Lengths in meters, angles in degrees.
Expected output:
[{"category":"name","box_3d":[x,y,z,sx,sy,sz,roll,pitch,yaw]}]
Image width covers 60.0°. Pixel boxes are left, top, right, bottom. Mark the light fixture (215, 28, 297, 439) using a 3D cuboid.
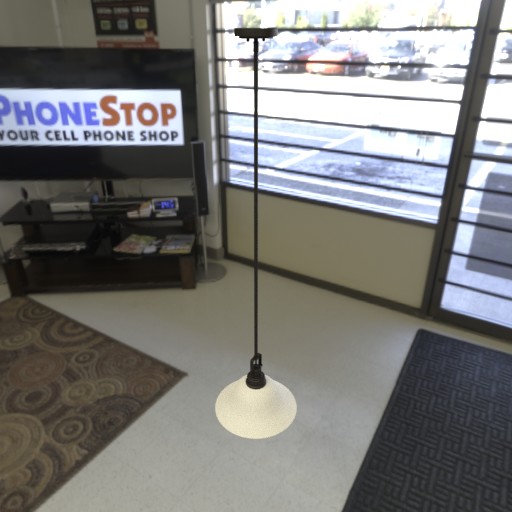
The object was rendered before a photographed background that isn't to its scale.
[{"category":"light fixture","box_3d":[0.000,0.000,1.462,0.324,1.337,0.324,18,32,31]}]
